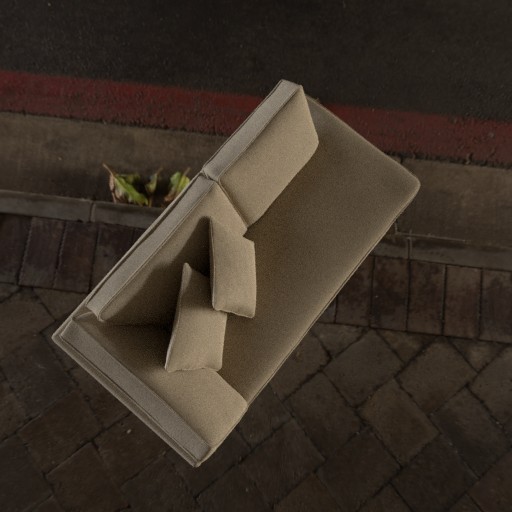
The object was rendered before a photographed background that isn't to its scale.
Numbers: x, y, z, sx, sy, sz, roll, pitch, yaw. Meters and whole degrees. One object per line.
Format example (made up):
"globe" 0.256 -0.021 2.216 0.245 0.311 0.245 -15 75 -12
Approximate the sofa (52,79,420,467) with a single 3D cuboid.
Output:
"sofa" 0.000 0.000 2.820 1.110 1.033 2.237 38 80 8
